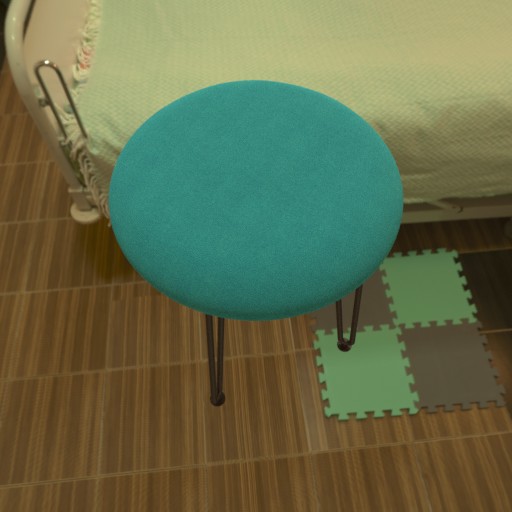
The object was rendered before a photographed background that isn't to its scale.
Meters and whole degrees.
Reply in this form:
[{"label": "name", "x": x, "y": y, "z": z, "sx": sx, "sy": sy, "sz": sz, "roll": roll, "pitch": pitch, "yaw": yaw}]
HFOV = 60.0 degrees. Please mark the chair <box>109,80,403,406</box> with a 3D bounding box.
[{"label": "chair", "x": 0.000, "y": 0.000, "z": 0.683, "sx": 0.350, "sy": 0.430, "sz": 0.350, "roll": -31, "pitch": 64, "yaw": -17}]
